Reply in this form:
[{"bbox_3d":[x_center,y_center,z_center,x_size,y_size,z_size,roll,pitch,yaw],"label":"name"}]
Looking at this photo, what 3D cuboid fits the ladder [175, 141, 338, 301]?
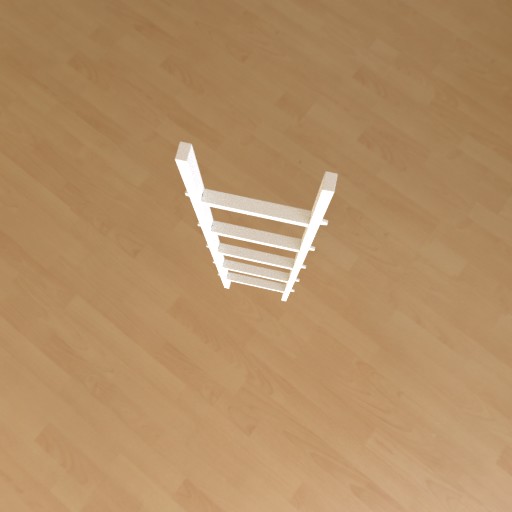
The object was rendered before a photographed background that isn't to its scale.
[{"bbox_3d":[0.000,0.000,1.967,0.452,1.797,0.051,12,76,3],"label":"ladder"}]
